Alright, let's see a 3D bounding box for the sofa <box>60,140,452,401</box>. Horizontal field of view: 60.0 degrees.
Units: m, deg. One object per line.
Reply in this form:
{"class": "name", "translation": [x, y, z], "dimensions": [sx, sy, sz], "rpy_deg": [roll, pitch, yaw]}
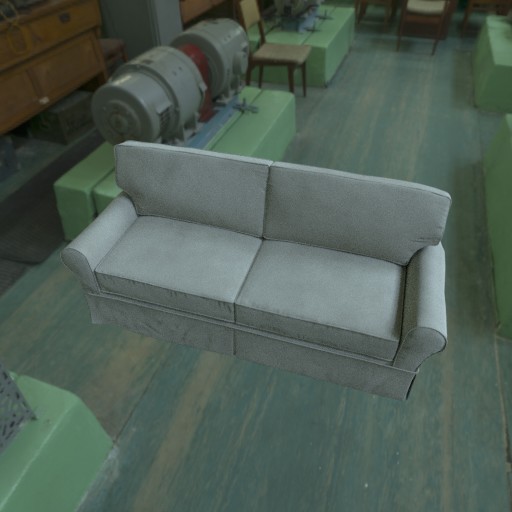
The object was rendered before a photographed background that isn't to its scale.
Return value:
{"class": "sofa", "translation": [0.000, 0.000, 2.776], "dimensions": [2.246, 1.014, 0.900], "rpy_deg": [12, 43, 13]}
